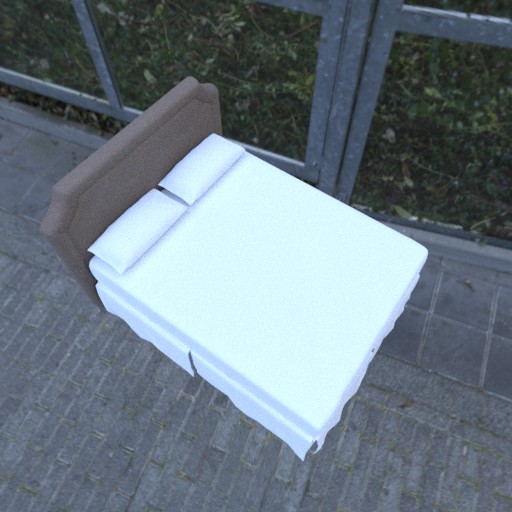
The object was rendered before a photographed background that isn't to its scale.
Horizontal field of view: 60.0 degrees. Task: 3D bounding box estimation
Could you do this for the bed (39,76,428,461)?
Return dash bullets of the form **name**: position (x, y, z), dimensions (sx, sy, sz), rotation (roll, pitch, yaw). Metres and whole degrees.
- **bed**: position (0.000, 0.000, 3.131), dimensions (2.116, 1.290, 1.693), rotation (32, 64, 17)
